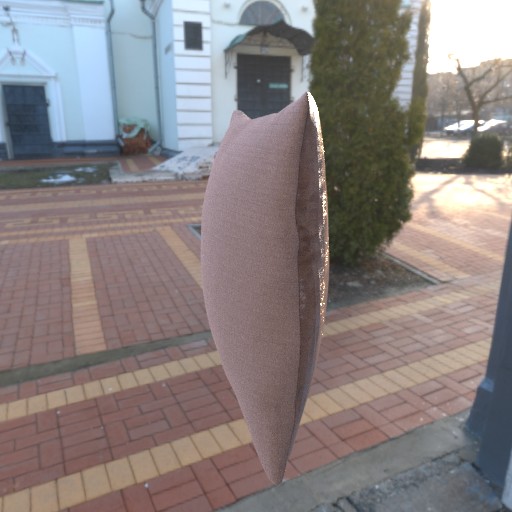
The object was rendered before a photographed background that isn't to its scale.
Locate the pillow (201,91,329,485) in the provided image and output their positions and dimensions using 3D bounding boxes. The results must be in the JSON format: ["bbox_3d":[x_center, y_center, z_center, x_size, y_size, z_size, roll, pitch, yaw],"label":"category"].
[{"bbox_3d":[0.000,0.000,0.707,0.175,0.464,0.470,-3,17,-10],"label":"pillow"}]
